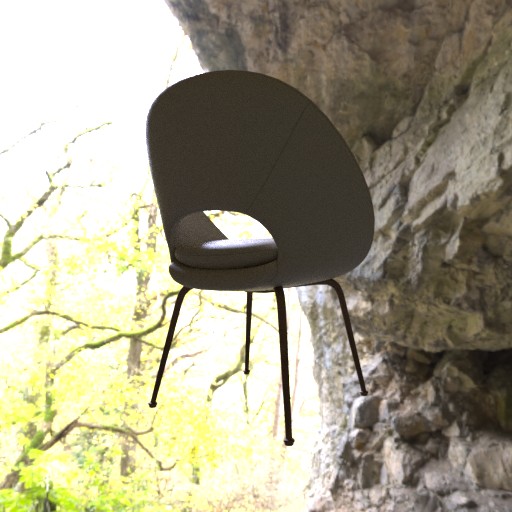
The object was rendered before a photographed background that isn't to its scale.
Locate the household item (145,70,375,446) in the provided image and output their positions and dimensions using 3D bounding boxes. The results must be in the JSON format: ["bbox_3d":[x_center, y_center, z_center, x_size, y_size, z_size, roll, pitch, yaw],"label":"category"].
[{"bbox_3d":[0.000,0.000,1.266,0.623,0.852,0.573,0,-1,35],"label":"household item"}]
